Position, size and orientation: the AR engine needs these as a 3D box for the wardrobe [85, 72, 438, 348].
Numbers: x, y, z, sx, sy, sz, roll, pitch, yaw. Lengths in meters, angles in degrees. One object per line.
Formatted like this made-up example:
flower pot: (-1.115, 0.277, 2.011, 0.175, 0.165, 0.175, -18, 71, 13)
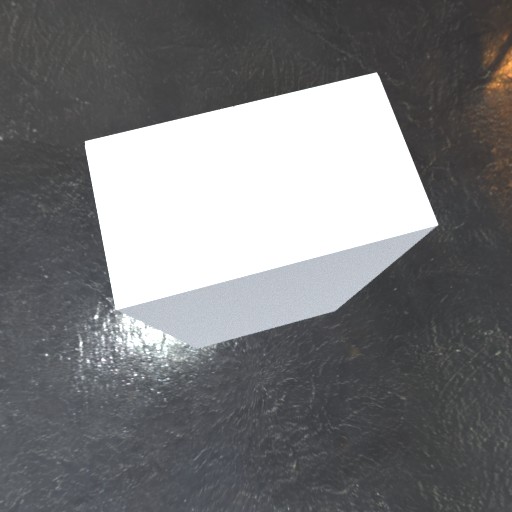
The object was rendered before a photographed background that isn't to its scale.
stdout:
wardrobe: (0.000, 0.000, 2.253, 0.991, 1.808, 0.577, -15, 75, -4)
